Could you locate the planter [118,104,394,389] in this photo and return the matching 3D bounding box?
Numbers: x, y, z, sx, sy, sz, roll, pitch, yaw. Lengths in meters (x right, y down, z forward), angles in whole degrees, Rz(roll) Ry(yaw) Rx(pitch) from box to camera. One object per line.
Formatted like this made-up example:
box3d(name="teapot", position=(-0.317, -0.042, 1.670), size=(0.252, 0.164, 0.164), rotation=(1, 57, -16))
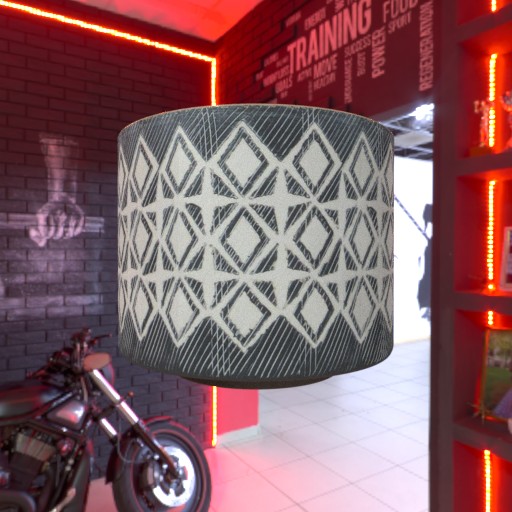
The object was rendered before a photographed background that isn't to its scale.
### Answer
box3d(name="planter", position=(0.000, 0.000, 0.213), size=(0.126, 0.104, 0.126), rotation=(0, 1, 0))
